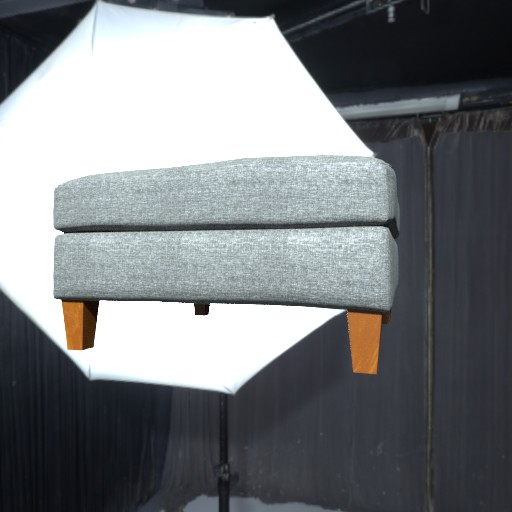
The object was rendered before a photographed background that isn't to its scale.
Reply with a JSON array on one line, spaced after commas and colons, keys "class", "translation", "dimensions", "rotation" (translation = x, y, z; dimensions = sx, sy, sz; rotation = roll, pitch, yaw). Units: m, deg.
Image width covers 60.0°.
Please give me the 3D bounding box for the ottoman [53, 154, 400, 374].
[{"class": "ottoman", "translation": [0.000, 0.000, 1.369], "dimensions": [0.838, 0.481, 0.838], "rotation": [0, -1, 19]}]
